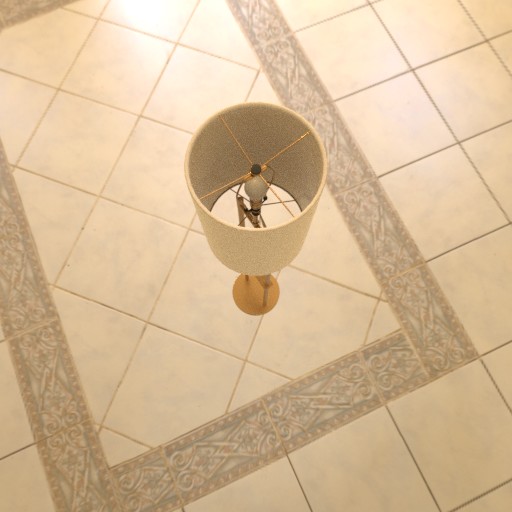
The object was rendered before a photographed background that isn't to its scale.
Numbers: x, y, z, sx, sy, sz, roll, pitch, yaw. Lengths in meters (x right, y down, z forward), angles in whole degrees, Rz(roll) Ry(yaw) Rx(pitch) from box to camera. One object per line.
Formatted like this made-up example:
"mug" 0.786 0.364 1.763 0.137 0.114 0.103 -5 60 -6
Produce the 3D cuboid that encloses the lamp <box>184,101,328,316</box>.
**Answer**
"lamp" 0.000 0.000 1.666 0.305 1.500 0.306 -33 77 -8
